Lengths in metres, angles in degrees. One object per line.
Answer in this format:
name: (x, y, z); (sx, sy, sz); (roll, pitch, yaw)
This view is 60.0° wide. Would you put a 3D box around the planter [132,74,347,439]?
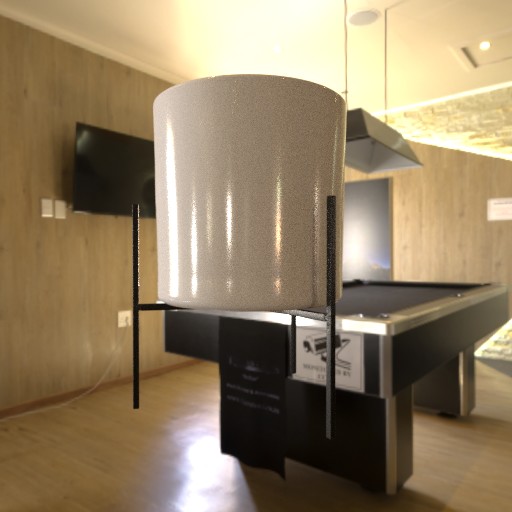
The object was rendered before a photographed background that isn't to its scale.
planter: (0.000, 0.000, 0.646); (0.307, 0.431, 0.308); (-1, 1, -37)
